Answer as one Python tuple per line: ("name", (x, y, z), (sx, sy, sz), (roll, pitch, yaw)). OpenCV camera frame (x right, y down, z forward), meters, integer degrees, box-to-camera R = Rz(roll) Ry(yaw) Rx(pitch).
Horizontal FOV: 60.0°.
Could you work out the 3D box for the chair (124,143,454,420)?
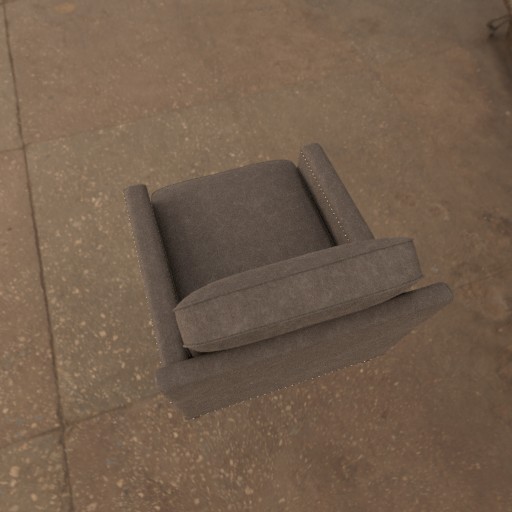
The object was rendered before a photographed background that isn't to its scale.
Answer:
("chair", (0.000, 0.000, 1.696), (0.853, 0.948, 1.014), (-15, 59, -10))
